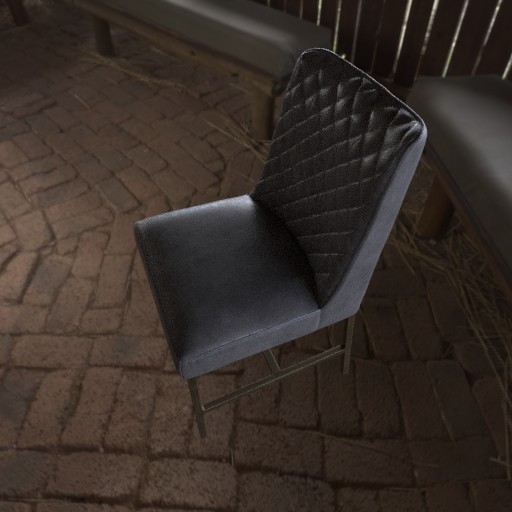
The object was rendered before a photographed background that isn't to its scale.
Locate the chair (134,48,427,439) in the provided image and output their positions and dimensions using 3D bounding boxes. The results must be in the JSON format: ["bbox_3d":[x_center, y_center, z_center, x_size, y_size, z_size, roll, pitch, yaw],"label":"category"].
[{"bbox_3d":[0.000,0.000,1.212,0.587,0.889,0.508,-16,48,-15],"label":"chair"}]
